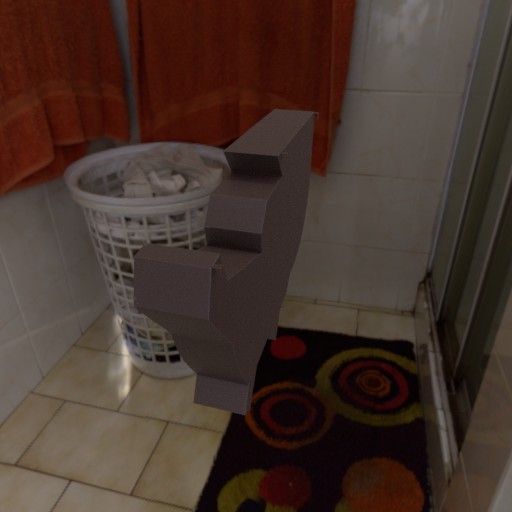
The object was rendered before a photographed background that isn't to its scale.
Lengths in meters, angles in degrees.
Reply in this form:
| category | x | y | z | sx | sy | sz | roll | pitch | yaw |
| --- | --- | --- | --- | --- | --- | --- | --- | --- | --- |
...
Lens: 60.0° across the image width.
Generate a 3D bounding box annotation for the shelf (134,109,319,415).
| category | x | y | z | sx | sy | sz | roll | pitch | yaw |
| --- | --- | --- | --- | --- | --- | --- | --- | --- | --- |
| shelf | 0.000 | 0.000 | 0.911 | 0.112 | 0.439 | 0.729 | 8 | 31 | 14 |
